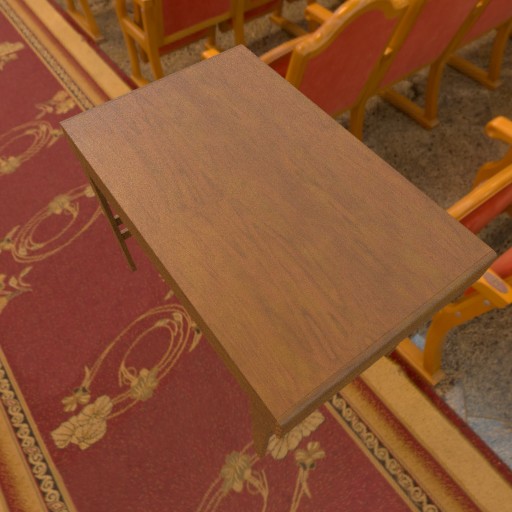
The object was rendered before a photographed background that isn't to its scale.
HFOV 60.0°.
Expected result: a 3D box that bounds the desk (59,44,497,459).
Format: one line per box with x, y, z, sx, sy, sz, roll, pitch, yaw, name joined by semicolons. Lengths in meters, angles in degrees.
0.000;0.000;1.495;0.660;0.754;1.066;-32;63;-18;desk
